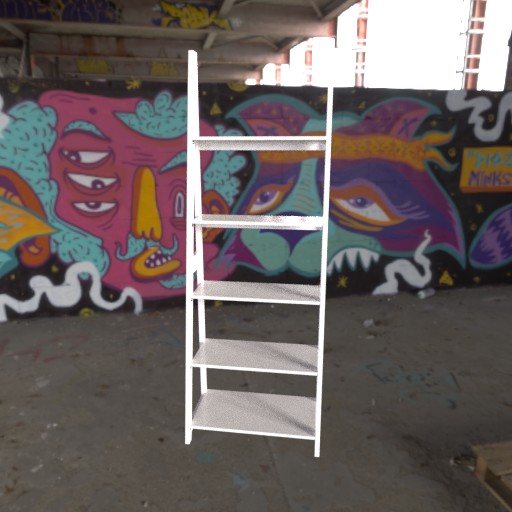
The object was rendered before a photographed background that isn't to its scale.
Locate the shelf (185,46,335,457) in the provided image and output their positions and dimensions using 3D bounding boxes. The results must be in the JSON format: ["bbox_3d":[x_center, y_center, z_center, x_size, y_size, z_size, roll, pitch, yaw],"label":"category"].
[{"bbox_3d":[0.000,0.000,2.008,0.636,1.779,0.341,2,14,8],"label":"shelf"}]
